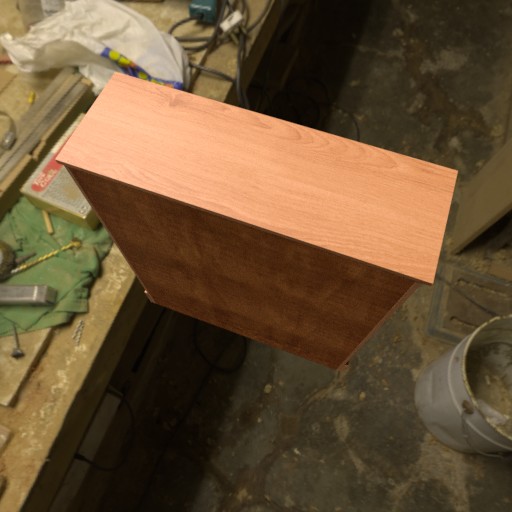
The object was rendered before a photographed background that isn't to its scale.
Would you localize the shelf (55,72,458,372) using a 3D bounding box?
[{"bbox_3d":[0.000,0.000,1.421,0.840,0.980,0.291,19,67,8],"label":"shelf"}]
